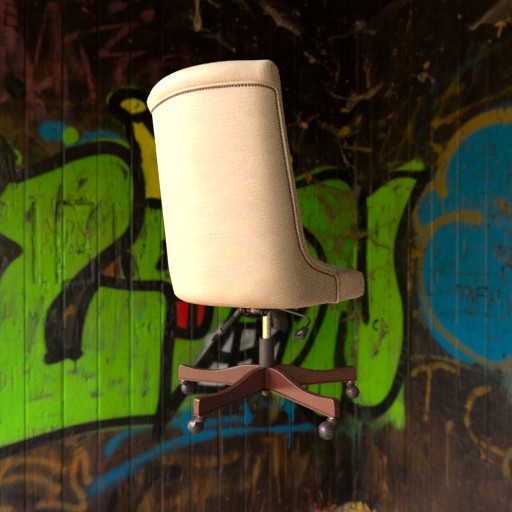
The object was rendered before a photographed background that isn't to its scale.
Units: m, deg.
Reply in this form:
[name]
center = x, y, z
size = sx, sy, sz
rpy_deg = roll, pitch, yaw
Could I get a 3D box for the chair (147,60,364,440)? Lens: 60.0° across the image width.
[chair]
center = 0.000, 0.000, 1.454
size = 0.645, 1.010, 0.696
rpy_deg = 0, 1, 35
